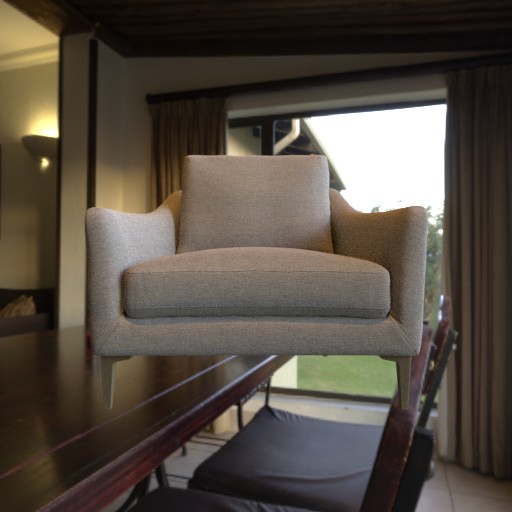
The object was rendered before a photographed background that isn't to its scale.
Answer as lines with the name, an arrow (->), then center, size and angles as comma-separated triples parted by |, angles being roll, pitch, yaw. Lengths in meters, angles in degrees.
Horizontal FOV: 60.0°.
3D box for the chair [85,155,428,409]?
chair -> 0.000, 0.000, 1.718 | 0.986, 0.902, 0.961 | 0, -1, 0
